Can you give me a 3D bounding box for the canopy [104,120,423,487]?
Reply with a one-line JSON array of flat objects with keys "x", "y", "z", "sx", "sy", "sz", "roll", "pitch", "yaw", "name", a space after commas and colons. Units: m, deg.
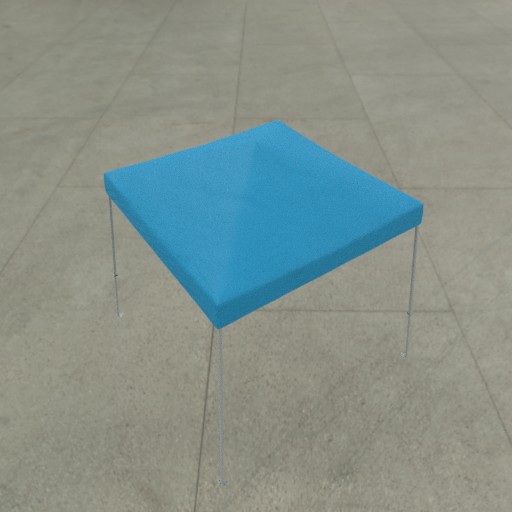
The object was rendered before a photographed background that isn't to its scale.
[{"x": 0.000, "y": 0.000, "z": 6.459, "sx": 3.599, "sy": 3.600, "sz": 3.600, "roll": -25, "pitch": 47, "yaw": -26, "name": "canopy"}]
